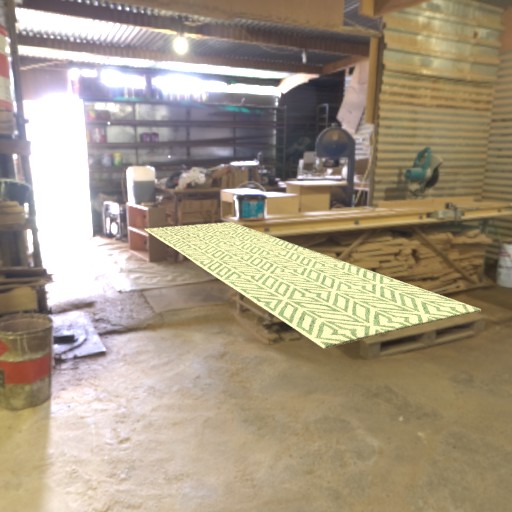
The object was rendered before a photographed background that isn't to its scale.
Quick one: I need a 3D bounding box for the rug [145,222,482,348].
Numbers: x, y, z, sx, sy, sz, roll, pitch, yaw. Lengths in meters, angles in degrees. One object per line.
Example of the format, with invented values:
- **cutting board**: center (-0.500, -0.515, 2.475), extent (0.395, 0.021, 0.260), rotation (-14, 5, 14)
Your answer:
- **rug**: center (0.000, 0.000, 2.625), extent (0.750, 0.009, 2.435), rotation (-7, 15, -26)
